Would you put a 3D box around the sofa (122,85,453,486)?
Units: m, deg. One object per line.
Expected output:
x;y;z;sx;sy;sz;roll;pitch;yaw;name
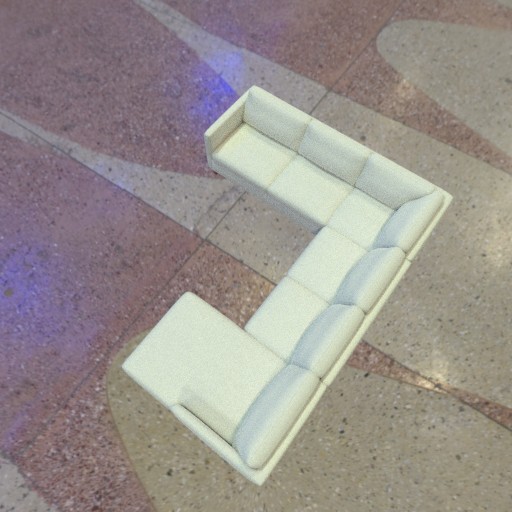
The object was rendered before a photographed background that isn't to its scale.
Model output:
0.000;0.000;4.401;2.551;0.853;3.238;34;69;15;sofa
